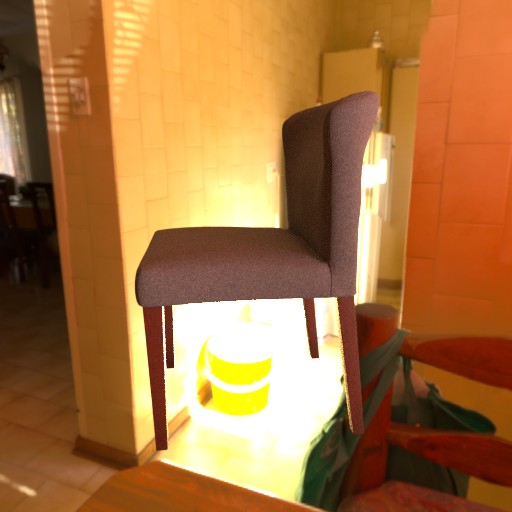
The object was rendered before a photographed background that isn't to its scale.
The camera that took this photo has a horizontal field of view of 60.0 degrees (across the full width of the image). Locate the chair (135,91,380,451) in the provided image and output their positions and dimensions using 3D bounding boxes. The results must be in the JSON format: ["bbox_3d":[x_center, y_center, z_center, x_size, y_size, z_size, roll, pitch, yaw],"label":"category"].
[{"bbox_3d":[0.000,0.000,1.204,0.592,0.839,0.491,-2,14,-8],"label":"chair"}]
